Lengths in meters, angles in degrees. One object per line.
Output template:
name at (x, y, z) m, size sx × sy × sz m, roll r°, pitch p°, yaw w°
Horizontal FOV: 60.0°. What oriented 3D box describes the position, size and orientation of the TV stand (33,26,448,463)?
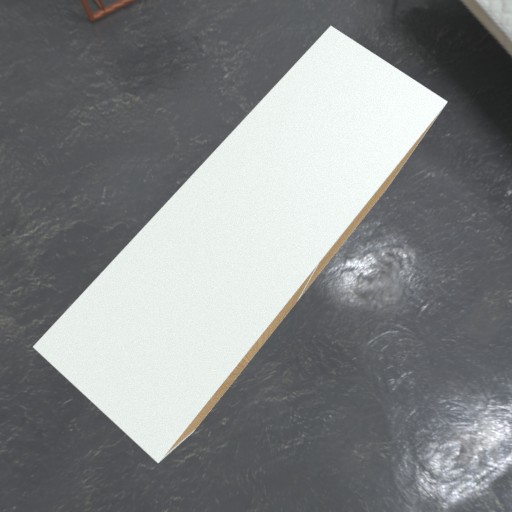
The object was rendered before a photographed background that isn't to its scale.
TV stand at (0.000, 0.000, 1.538) m, size 0.406 × 0.812 × 1.193 m, roll 38°, pitch 78°, yaw 10°
